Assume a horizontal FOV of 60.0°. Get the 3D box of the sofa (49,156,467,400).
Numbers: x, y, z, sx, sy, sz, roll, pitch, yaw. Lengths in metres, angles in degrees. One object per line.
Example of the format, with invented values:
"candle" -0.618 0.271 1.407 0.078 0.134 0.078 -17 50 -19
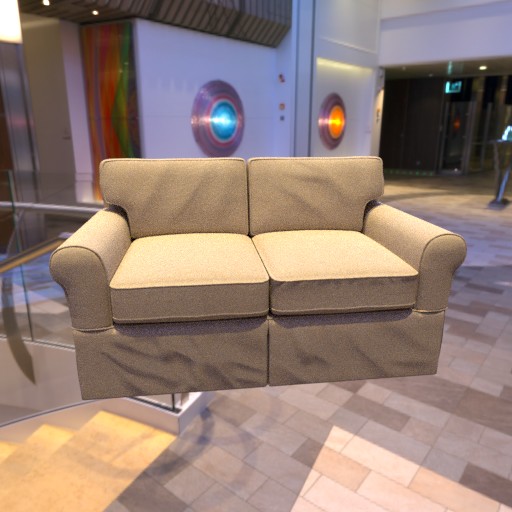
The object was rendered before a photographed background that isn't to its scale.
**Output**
"sofa" 0.000 0.000 2.271 1.727 0.940 0.991 -2 17 -7
